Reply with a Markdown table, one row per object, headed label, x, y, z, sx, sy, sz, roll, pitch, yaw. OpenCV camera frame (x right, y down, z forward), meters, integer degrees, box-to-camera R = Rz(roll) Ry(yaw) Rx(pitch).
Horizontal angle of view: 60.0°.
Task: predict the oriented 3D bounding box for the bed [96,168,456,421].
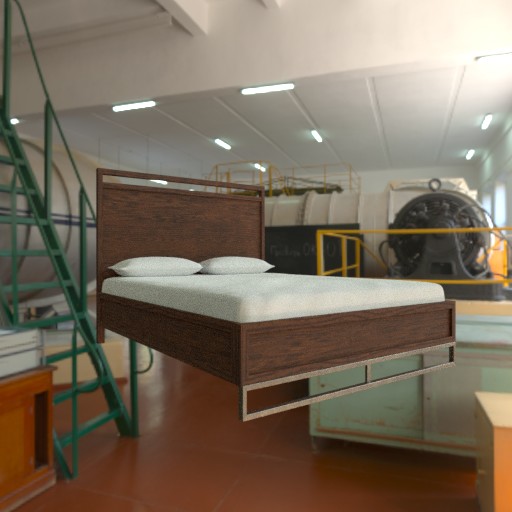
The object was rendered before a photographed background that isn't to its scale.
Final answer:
| label | x | y | z | sx | sy | sz | roll | pitch | yaw |
| --- | --- | --- | --- | --- | --- | --- | --- | --- | --- |
| bed | 0.000 | 0.000 | 3.401 | 1.765 | 1.487 | 2.218 | 0 | 0 | -36 |
